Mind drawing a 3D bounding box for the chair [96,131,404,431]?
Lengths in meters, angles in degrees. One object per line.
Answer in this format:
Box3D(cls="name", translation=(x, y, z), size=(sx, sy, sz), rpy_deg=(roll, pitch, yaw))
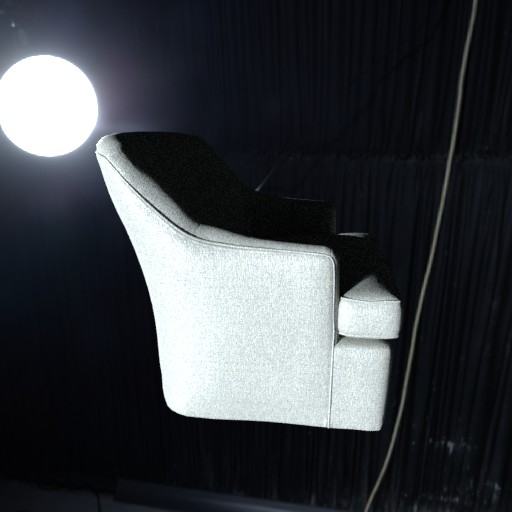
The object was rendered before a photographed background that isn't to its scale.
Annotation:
Box3D(cls="chair", translation=(0.000, 0.000, 1.584), size=(0.923, 0.856, 0.864), rpy_deg=(3, 16, 9))
